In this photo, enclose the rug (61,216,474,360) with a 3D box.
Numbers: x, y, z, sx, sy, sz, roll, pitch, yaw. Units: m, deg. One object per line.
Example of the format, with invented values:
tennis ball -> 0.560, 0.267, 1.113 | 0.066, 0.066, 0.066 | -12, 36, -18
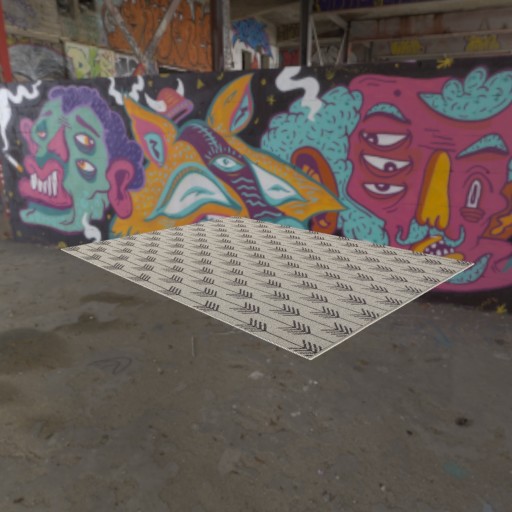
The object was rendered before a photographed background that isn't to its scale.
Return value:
rug -> 0.000, 0.000, 4.098 | 3.061, 0.010, 2.330 | 15, 22, 42
